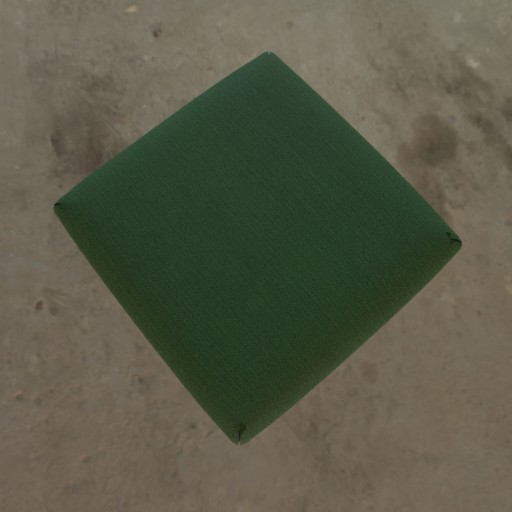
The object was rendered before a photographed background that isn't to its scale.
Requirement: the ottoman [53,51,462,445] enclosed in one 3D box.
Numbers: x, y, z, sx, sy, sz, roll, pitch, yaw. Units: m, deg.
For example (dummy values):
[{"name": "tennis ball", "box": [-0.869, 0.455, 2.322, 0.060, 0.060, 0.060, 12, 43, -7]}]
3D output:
[{"name": "ottoman", "box": [0.000, 0.000, 0.911, 0.497, 0.475, 0.507, -39, 78, -10]}]
